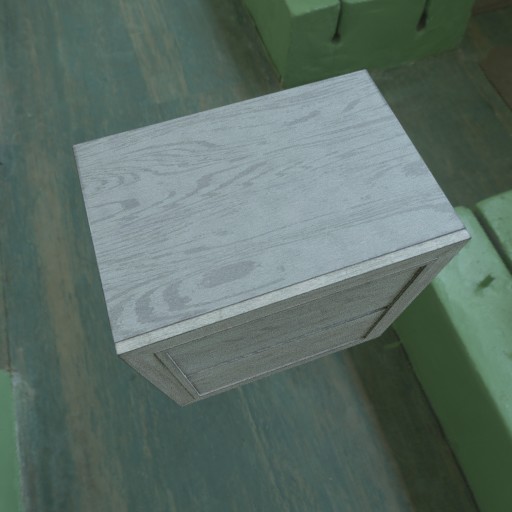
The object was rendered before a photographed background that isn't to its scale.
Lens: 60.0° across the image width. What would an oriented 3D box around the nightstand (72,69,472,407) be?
[{"bbox_3d":[0.000,0.000,1.109,0.612,0.673,0.483,-17,66,-8],"label":"nightstand"}]
